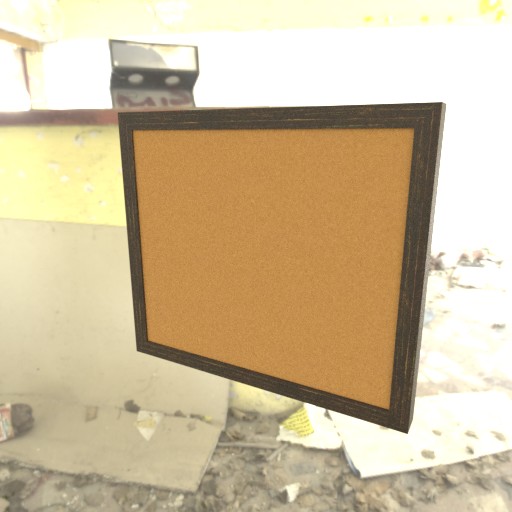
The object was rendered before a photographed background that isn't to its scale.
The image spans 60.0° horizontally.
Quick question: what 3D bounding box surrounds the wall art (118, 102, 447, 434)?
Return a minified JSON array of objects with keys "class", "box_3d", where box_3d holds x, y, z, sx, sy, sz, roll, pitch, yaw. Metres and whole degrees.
[{"class":"wall art","box_3d":[0.000,0.000,0.524,0.381,0.330,0.031,8,17,28]}]
